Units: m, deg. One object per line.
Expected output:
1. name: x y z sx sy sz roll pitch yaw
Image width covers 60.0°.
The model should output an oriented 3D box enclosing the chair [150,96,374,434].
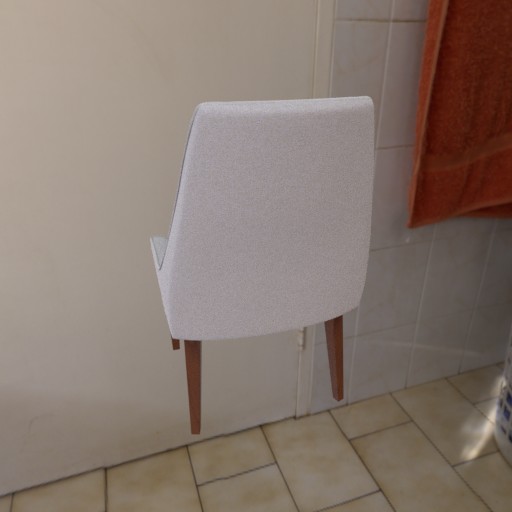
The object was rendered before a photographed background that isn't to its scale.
1. chair: 0.000 0.000 1.207 0.529 0.861 0.544 -8 27 -15
